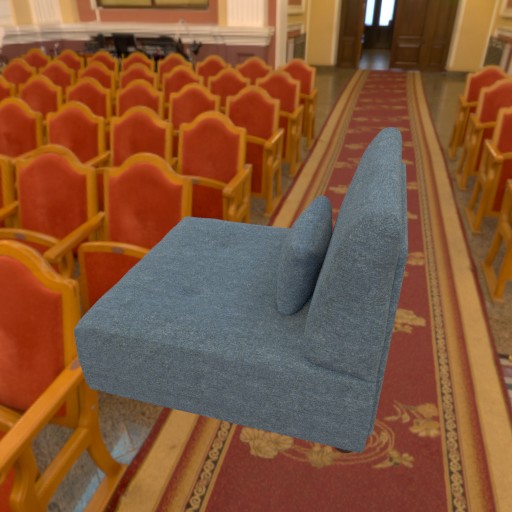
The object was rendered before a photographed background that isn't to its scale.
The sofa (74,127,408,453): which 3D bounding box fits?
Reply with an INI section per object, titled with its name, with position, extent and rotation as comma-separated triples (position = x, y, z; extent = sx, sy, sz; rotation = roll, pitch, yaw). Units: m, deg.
[sofa]
position = 0.000, 0.000, 1.672
extent = 1.000, 0.820, 0.930
rotation = 8, 30, 14
